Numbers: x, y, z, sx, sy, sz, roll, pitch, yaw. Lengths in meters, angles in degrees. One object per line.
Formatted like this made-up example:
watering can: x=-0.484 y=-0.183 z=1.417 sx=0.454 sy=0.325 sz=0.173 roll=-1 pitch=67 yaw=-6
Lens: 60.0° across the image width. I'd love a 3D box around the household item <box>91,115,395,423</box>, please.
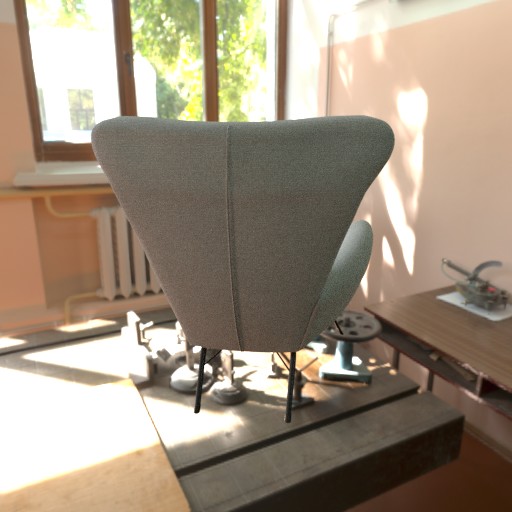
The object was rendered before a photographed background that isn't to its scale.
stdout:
household item: x=0.000 y=0.000 z=1.763 sx=0.980 sy=1.050 sz=0.900 roll=2 pitch=16 yaw=7
